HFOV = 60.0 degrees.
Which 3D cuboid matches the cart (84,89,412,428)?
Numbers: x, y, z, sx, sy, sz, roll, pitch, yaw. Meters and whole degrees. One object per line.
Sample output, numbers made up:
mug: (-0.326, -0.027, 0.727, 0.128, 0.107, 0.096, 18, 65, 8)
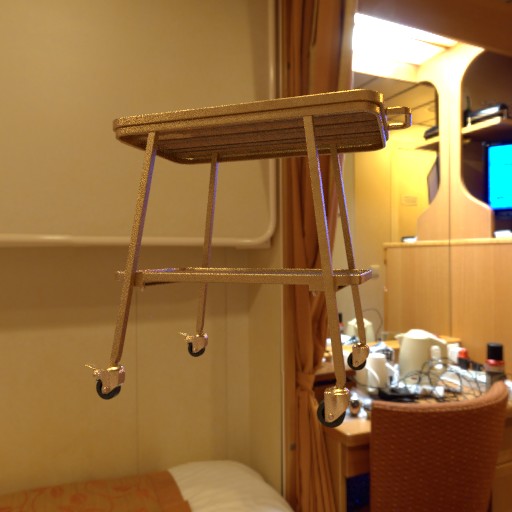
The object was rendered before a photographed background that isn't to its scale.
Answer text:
cart: (0.000, 0.000, 1.219, 0.806, 0.700, 0.524, 0, 0, 19)
